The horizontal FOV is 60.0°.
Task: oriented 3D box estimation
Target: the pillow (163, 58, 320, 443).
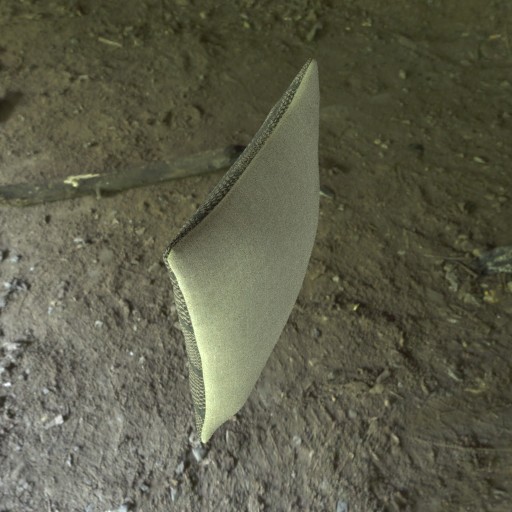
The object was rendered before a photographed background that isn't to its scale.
[{"bbox_3d":[0.000,0.000,0.671,0.138,0.432,0.435,16,49,15],"label":"pillow"}]
